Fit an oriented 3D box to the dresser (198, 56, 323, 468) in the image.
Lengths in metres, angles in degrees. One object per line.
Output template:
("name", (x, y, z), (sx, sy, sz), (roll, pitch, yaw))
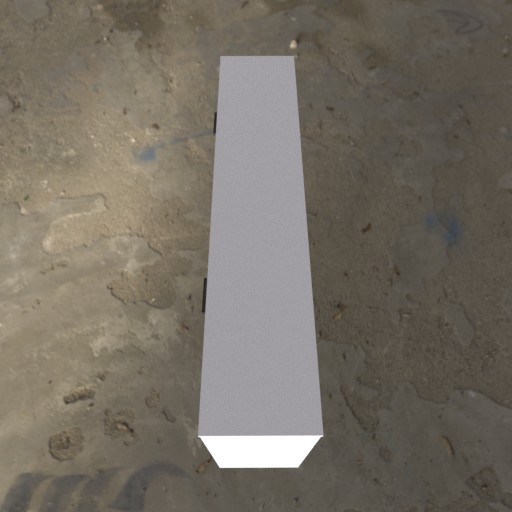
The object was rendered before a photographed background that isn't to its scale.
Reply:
("dresser", (0.000, 0.000, 1.851), (0.333, 0.790, 1.535), (0, 59, 0))
